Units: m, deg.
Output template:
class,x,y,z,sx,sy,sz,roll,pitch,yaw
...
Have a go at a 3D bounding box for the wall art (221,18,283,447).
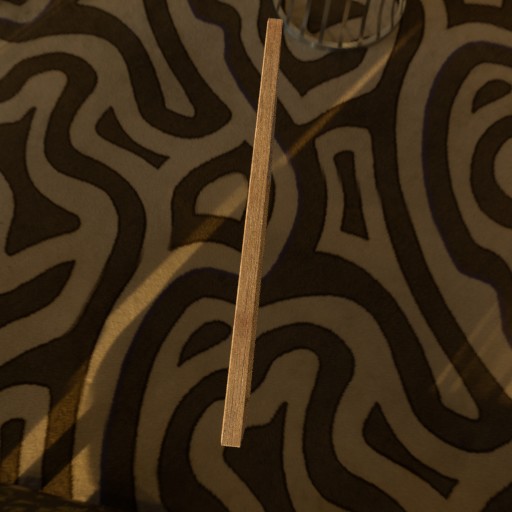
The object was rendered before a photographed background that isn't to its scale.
class,x,y,z,sx,sy,sz,roll,pitch,yaw
wall art,0.000,0.000,0.955,0.026,0.588,0.690,5,74,2
